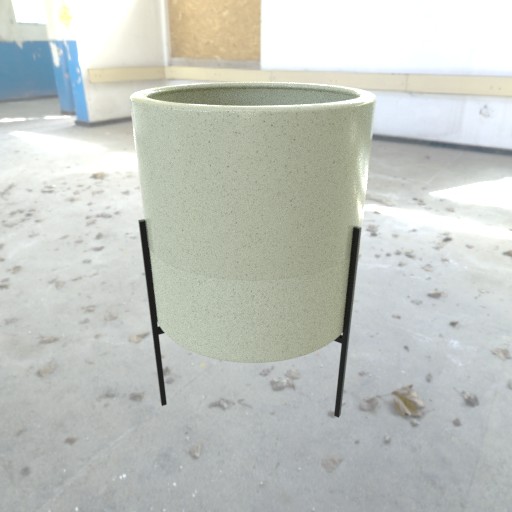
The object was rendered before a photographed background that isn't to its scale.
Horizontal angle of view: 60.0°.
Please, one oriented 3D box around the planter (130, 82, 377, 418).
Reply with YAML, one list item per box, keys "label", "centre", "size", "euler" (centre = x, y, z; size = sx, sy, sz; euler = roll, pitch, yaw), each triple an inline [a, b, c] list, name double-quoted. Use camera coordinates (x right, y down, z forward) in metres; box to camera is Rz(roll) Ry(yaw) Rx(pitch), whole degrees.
- label: "planter"
  centre: [0.000, 0.000, 0.680]
  size: [0.323, 0.475, 0.314]
  euler: [17, 31, 31]
